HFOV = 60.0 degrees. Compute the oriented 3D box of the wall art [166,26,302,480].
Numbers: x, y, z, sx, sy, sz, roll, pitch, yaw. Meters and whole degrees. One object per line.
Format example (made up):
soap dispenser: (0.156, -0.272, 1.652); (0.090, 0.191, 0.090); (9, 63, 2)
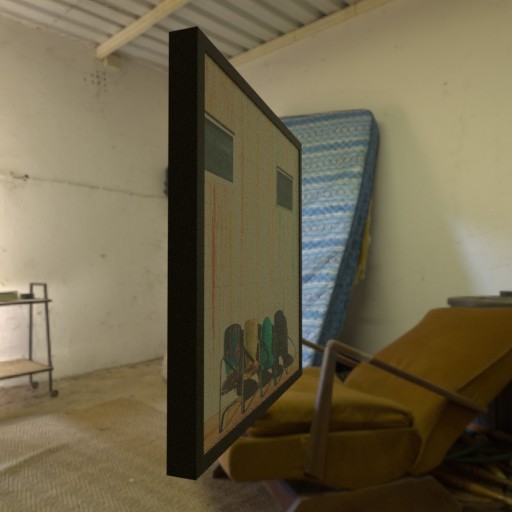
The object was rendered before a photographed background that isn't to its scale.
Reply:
wall art: (0.000, 0.000, 0.738); (0.037, 0.506, 0.506); (-1, -2, 19)
